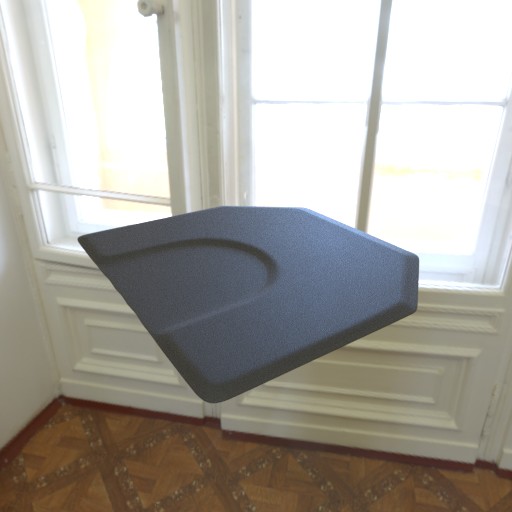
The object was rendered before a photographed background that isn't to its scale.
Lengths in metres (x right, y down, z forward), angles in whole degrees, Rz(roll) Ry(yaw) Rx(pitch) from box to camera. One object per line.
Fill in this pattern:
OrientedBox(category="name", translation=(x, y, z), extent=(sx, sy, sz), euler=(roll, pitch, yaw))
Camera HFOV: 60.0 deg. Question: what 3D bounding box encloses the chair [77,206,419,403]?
OrientedBox(category="chair", translation=(0.000, 0.000, 1.956), extent=(1.219, 0.024, 1.372), euler=(-16, 30, -30))
